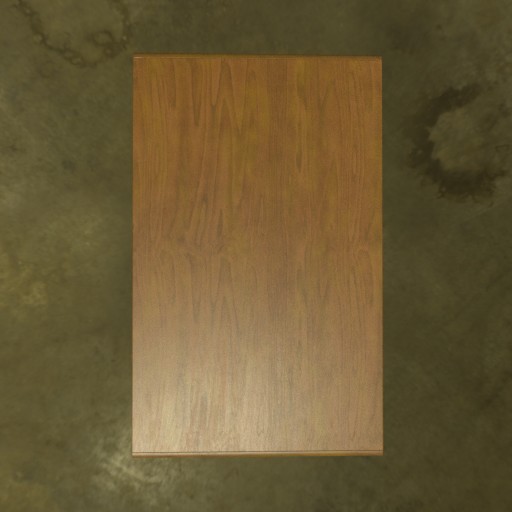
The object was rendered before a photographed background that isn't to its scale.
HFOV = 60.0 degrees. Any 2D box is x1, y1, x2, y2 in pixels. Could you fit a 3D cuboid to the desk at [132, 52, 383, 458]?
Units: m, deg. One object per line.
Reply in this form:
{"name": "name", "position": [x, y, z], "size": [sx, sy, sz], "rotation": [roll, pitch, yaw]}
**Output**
{"name": "desk", "position": [0.000, 0.000, 1.537], "size": [0.660, 0.754, 1.066], "rotation": [0, 89, -1]}
